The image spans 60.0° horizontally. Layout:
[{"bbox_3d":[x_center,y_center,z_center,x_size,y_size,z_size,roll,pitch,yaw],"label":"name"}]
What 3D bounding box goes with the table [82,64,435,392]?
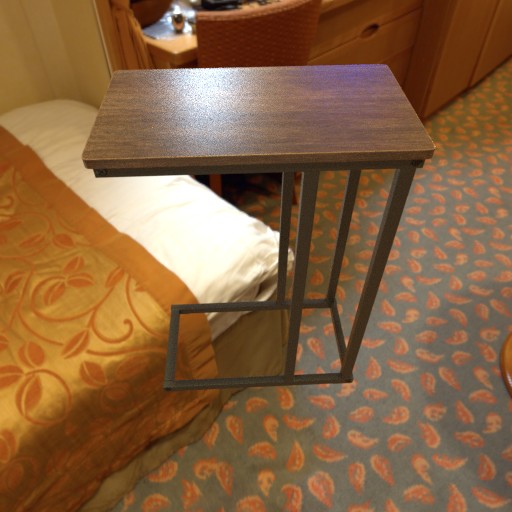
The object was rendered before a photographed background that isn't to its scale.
[{"bbox_3d":[0.000,0.000,0.875,0.450,0.637,0.254,-2,47,-2],"label":"table"}]
